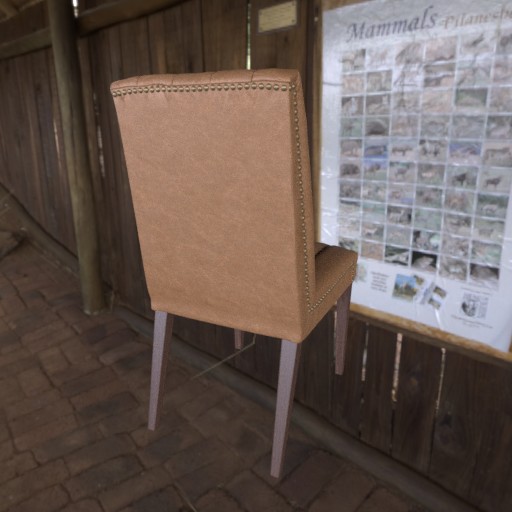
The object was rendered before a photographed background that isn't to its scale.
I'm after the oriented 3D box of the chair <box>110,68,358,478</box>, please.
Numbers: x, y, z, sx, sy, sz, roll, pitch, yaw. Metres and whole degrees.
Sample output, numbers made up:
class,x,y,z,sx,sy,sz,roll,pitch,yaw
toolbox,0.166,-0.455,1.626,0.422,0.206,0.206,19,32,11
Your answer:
class,x,y,z,sx,sy,sz,roll,pitch,yaw
chair,0.000,0.000,1.384,0.511,1.016,0.647,8,19,25
